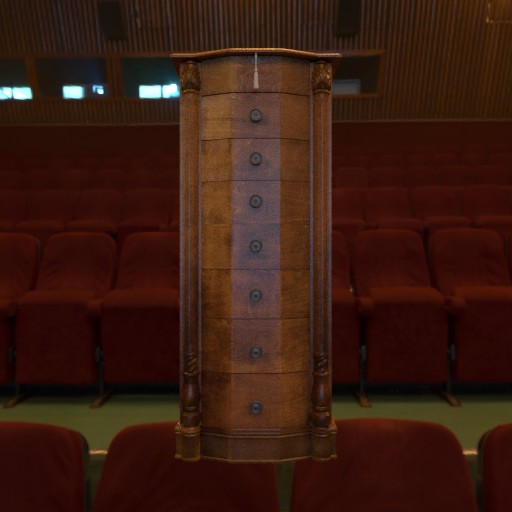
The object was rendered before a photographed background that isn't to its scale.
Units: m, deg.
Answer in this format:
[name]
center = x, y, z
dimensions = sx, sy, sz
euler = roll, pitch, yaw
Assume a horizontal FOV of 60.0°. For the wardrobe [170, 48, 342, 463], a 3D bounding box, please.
[wardrobe]
center = 0.000, 0.000, 1.142
dimensions = 0.406, 0.959, 0.273
euler = 0, 0, 0
